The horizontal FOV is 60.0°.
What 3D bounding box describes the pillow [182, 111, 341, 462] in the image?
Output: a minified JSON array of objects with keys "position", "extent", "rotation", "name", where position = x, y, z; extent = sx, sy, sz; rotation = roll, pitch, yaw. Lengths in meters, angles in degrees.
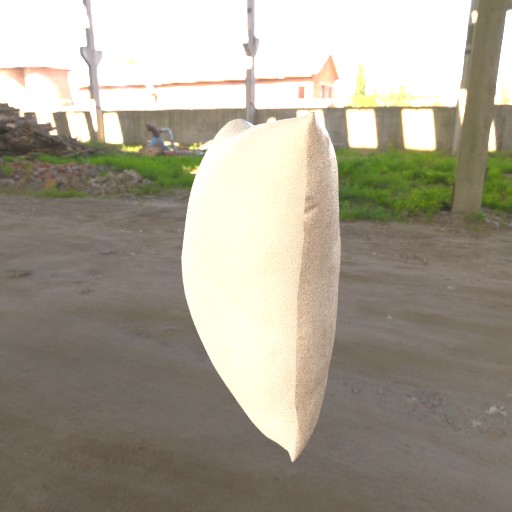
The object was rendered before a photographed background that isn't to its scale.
[{"position":[0.000,0.000,0.740],"extent":[0.245,0.448,0.450],"rotation":[-3,16,-10],"name":"pillow"}]
